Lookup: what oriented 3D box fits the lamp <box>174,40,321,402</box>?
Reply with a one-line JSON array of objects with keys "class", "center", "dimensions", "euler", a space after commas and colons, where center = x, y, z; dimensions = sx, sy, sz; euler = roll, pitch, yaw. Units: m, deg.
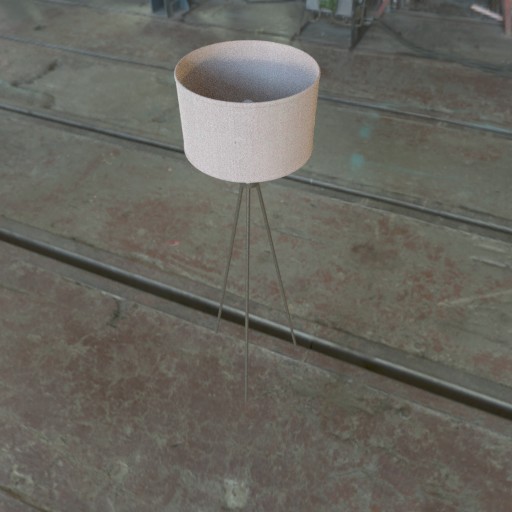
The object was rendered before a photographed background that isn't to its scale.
[{"class": "lamp", "center": [0.000, 0.000, 1.807], "dimensions": [0.460, 1.545, 0.449], "euler": [-17, 49, -15]}]
